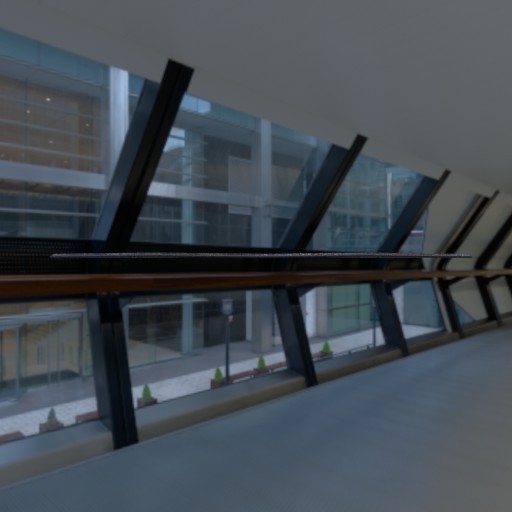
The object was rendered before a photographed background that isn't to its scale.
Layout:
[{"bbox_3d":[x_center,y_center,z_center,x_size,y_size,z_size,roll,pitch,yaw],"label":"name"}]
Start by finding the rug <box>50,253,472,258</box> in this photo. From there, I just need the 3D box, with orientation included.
[{"bbox_3d":[0.000,0.000,4.643,2.716,0.035,3.612,0,0,-1],"label":"rug"}]
